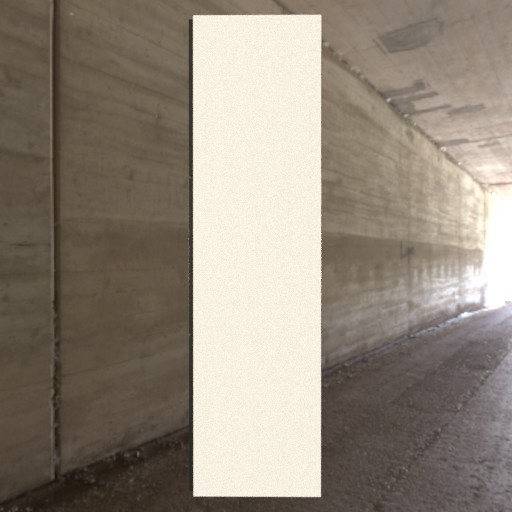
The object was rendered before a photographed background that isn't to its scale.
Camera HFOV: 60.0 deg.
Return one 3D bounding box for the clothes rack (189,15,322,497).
[{"bbox_3d":[0.000,0.000,1.343,0.330,1.187,0.500,0,0,0],"label":"clothes rack"}]
